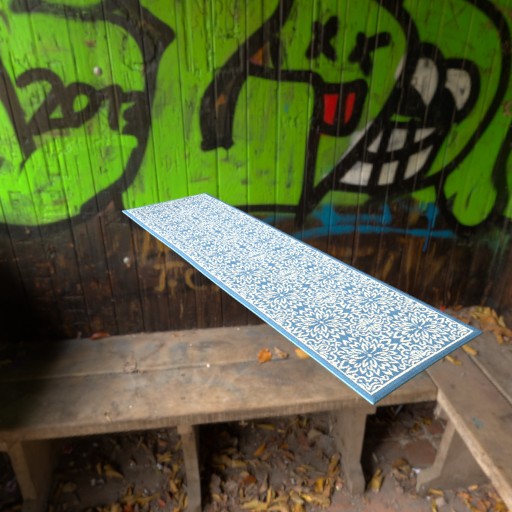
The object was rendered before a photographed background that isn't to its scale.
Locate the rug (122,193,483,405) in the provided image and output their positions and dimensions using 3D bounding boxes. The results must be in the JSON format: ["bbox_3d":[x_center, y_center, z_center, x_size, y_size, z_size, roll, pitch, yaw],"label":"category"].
[{"bbox_3d":[0.000,0.000,2.400,0.662,0.011,2.196,-18,31,-32],"label":"rug"}]
